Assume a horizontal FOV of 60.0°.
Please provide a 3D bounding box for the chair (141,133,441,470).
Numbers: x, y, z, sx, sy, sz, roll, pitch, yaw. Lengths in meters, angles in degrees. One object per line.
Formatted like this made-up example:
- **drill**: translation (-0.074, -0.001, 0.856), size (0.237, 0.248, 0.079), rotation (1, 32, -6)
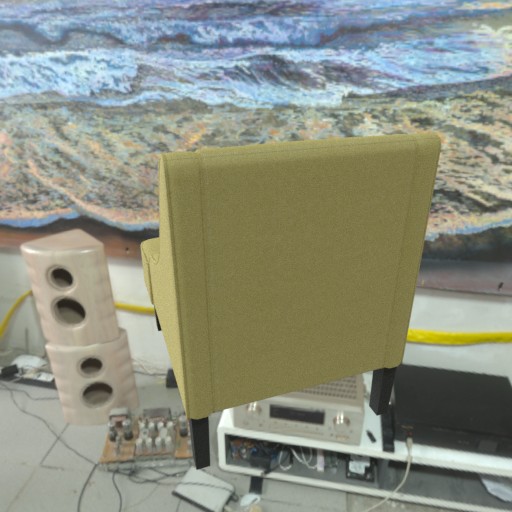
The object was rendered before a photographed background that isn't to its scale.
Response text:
- **chair**: translation (0.000, 0.000, 1.491), size (0.696, 0.896, 0.814), rotation (-9, 27, -18)
